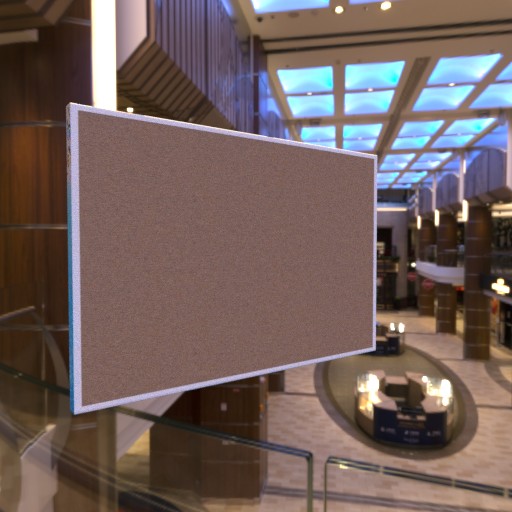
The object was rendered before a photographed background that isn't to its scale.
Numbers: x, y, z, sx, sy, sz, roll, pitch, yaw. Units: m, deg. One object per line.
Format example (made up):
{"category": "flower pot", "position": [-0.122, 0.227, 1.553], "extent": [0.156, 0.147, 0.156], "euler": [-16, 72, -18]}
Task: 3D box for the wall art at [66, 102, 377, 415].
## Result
{"category": "wall art", "position": [0.000, 0.000, 1.432], "extent": [1.136, 0.769, 0.040], "euler": [-1, 2, -35]}
